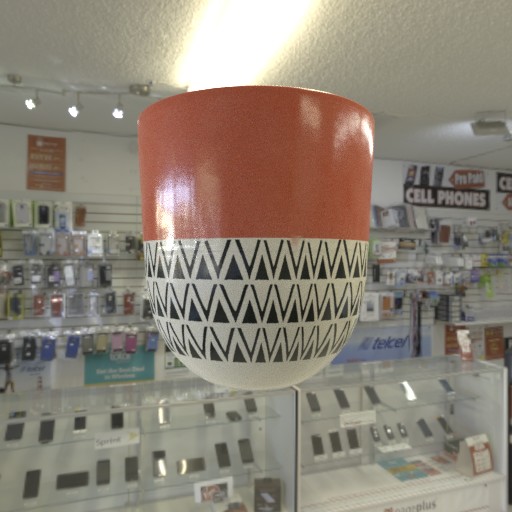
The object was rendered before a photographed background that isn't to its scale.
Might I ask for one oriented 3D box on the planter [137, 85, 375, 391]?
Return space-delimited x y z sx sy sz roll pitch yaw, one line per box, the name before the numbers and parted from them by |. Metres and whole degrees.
planter | 0.000 0.000 0.375 0.195 0.214 0.195 0 -1 0
